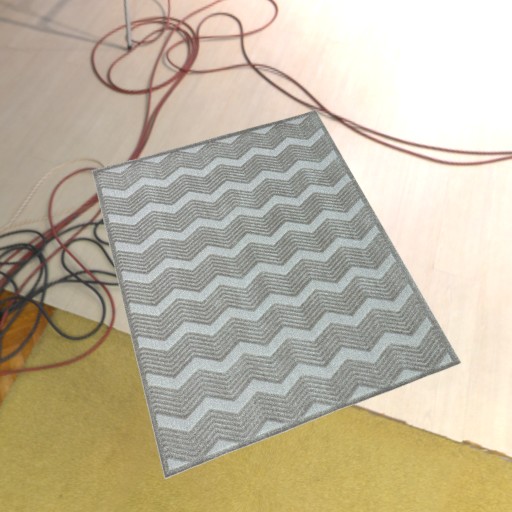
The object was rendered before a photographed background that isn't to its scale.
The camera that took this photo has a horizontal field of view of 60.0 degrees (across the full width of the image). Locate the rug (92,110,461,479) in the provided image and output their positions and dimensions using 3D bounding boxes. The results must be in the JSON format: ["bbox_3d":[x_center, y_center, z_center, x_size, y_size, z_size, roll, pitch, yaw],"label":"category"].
[{"bbox_3d":[0.000,0.000,3.911,2.391,0.005,2.880,-18,64,-9],"label":"rug"}]
